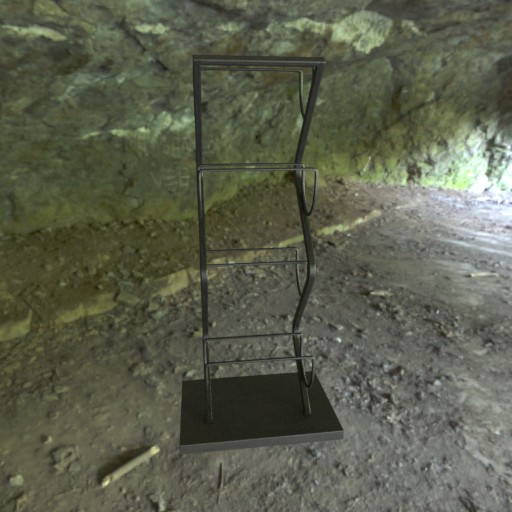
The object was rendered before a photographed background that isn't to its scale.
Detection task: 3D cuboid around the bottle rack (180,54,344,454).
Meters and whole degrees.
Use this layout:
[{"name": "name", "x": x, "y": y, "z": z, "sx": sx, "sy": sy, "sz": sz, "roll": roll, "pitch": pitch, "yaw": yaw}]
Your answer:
[{"name": "bottle rack", "x": 0.000, "y": 0.000, "z": 0.685, "sx": 0.254, "sy": 0.559, "sz": 0.178, "roll": -2, "pitch": 17, "yaw": -7}]
